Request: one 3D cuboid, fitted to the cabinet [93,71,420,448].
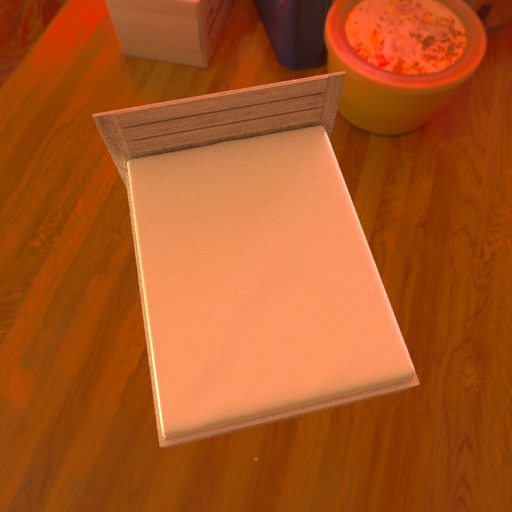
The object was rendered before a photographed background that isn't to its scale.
[{"bbox_3d":[0.000,0.000,3.025,1.750,0.970,2.080,-12,66,-5],"label":"cabinet"}]
